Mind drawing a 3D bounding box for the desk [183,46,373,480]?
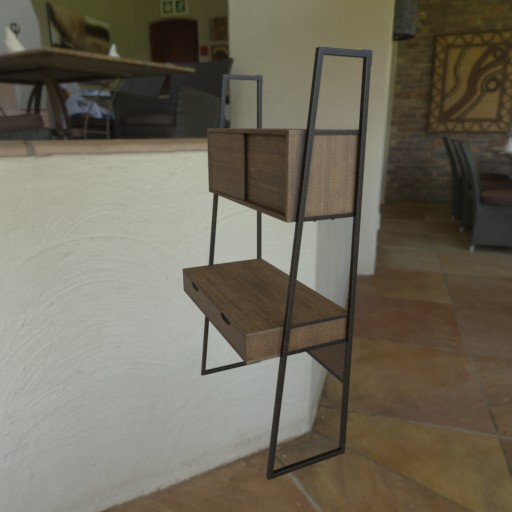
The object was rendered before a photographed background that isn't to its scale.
[{"bbox_3d":[0.000,0.000,2.239,0.515,1.809,0.982,-7,18,-24],"label":"desk"}]
